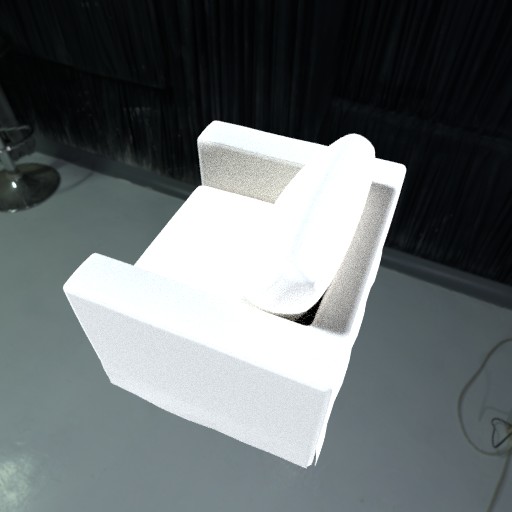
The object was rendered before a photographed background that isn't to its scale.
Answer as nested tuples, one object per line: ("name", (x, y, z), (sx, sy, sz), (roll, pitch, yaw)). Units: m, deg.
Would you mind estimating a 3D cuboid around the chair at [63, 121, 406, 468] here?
("chair", (0.000, 0.000, 1.823), (0.957, 0.878, 1.150), (18, 50, 15))
